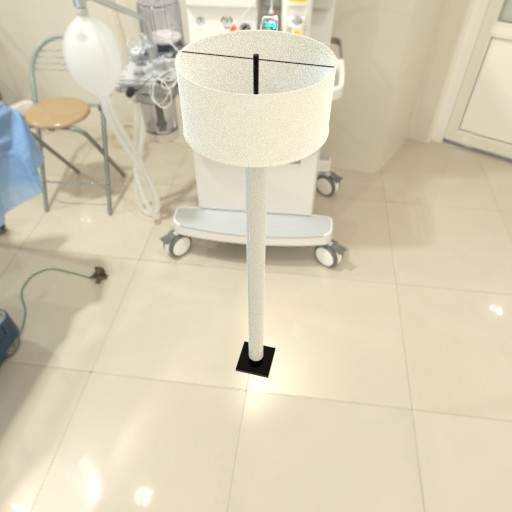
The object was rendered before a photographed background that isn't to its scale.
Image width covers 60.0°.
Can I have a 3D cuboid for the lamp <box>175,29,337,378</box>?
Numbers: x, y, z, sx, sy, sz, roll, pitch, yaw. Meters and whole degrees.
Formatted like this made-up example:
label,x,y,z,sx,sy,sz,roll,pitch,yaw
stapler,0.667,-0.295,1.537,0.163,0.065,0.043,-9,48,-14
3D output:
label,x,y,z,sx,sy,sz,roll,pitch,yaw
lamp,0.000,0.000,1.665,0.420,1.475,0.420,10,46,10
